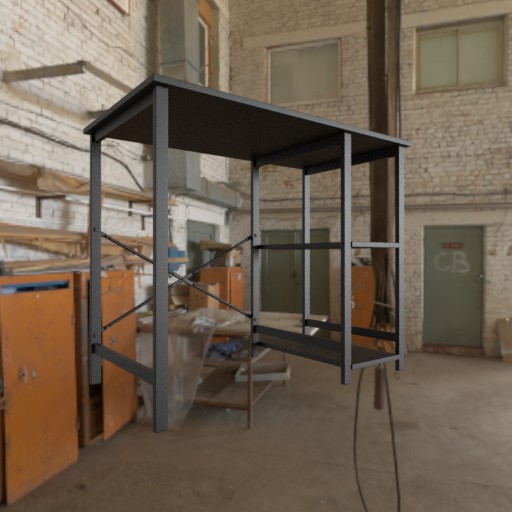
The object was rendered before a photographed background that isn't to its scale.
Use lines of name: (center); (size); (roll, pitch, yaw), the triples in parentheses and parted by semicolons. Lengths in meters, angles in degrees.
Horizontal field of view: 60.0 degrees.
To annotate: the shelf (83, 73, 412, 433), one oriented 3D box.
shelf: (0.000, 0.000, 1.378); (0.902, 0.749, 0.498); (0, 0, -37)
